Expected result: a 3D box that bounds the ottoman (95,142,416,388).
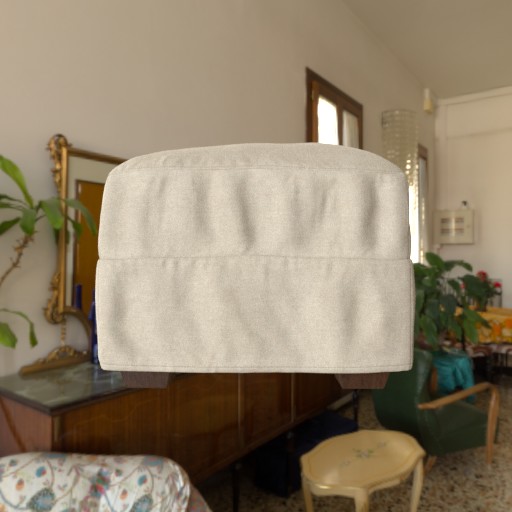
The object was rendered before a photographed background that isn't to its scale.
[{"bbox_3d":[0.000,0.000,1.090,0.584,0.480,0.712,0,0,1],"label":"ottoman"}]
